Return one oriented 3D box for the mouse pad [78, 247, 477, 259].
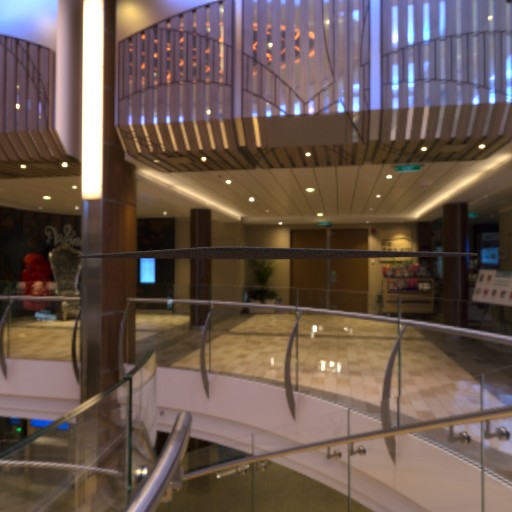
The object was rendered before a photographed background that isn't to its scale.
[{"bbox_3d":[0.000,0.000,0.434,0.269,0.002,0.315,1,-1,-35],"label":"mouse pad"}]
